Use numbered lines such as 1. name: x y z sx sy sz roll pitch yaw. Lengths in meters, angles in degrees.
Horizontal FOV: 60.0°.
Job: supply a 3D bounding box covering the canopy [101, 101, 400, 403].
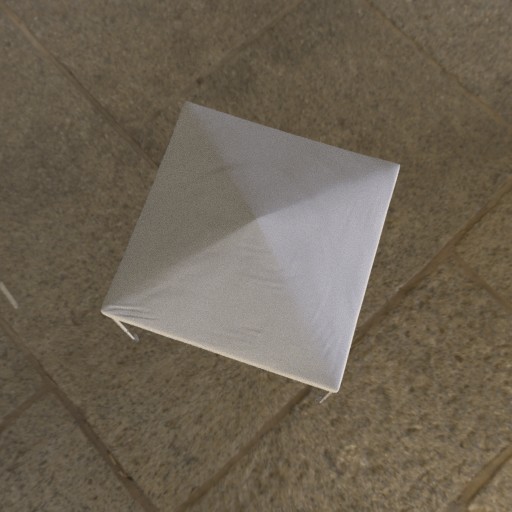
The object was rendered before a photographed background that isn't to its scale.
1. canopy: 0.000 0.000 6.635 3.600 3.600 3.599 18 78 4
